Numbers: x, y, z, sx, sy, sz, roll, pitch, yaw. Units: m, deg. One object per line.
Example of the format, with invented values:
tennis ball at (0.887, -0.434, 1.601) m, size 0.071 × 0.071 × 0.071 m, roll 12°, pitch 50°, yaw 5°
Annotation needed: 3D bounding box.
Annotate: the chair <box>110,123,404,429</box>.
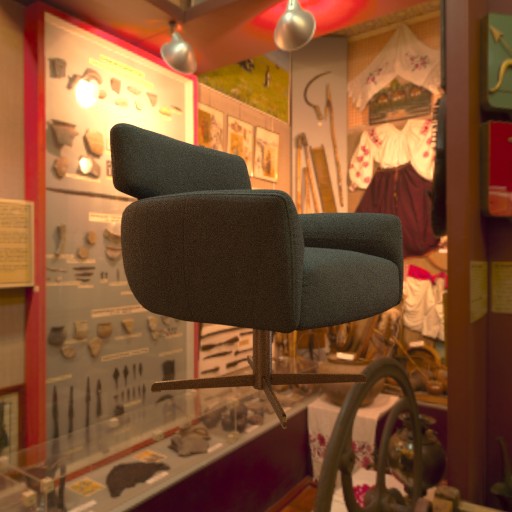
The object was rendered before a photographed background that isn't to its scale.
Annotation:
chair at (0.000, 0.000, 1.387) m, size 0.761 × 0.813 × 0.738 m, roll 0°, pitch 0°, yaw 37°
